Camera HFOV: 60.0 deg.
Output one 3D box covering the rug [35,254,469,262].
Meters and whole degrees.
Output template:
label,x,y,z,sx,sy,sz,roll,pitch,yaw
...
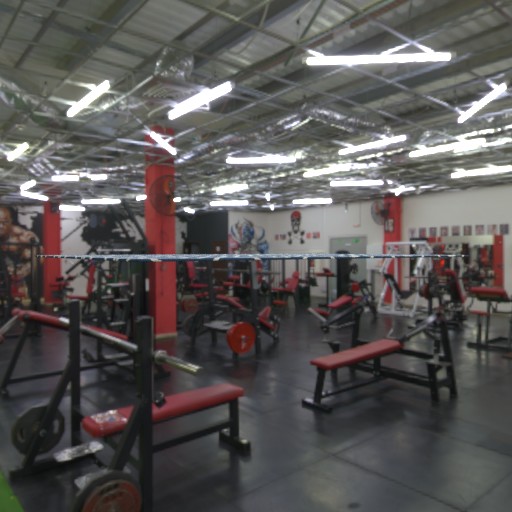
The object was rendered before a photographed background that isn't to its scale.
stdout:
label,x,y,z,sx,sy,sz,roll,pitch,yaw
rug,0.000,0.000,2.672,2.134,0.010,1.524,-1,1,-38
